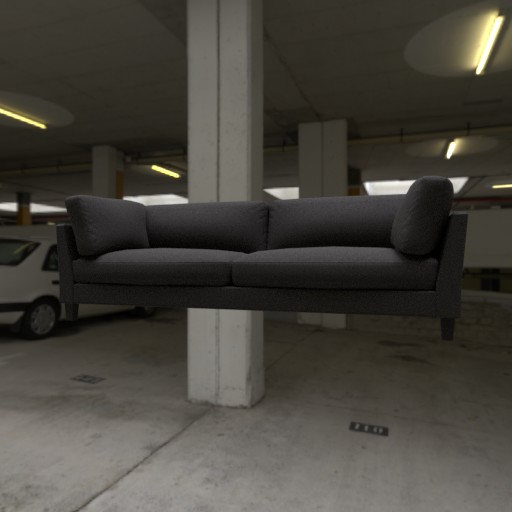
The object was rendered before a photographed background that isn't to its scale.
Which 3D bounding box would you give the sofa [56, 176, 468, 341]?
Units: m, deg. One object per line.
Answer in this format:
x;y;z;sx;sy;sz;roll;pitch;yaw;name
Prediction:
0.000;0.000;2.779;2.312;0.792;0.969;0;0;18;sofa
